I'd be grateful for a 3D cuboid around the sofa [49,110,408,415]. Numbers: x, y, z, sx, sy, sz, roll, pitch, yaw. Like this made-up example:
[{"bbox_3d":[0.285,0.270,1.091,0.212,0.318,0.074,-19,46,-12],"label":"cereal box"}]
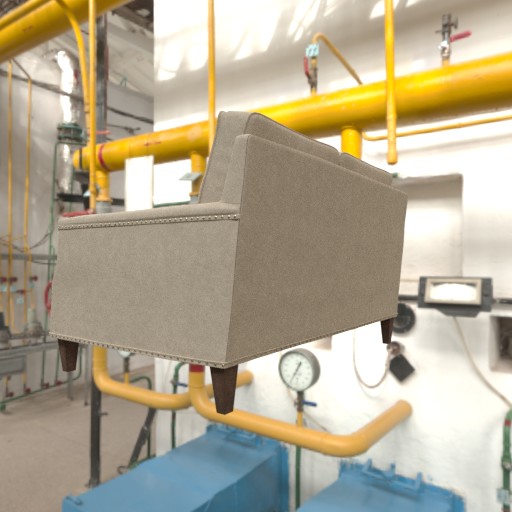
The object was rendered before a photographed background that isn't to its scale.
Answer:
[{"bbox_3d":[0.000,0.000,2.230,1.084,1.002,1.597,0,-1,36],"label":"sofa"}]
